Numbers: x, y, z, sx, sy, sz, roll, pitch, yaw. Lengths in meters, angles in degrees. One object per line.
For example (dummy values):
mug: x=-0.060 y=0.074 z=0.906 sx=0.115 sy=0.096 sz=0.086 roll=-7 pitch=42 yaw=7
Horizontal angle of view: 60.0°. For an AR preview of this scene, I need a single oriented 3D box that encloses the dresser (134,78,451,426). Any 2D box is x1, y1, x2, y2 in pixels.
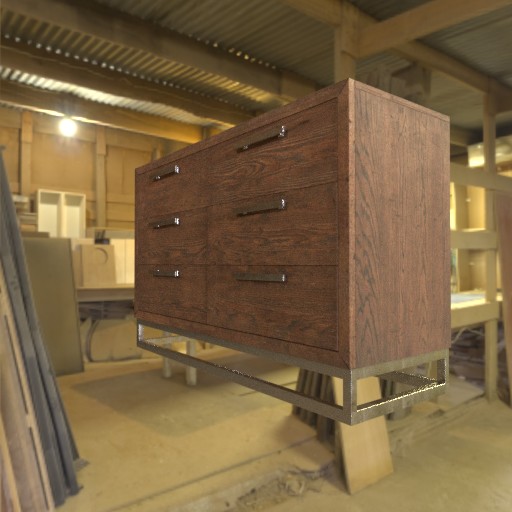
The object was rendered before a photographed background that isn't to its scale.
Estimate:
dresser: x=0.000 y=0.000 z=2.164 sx=0.623 sy=1.061 sz=1.646 roll=1 pitch=-1 yaw=-38
